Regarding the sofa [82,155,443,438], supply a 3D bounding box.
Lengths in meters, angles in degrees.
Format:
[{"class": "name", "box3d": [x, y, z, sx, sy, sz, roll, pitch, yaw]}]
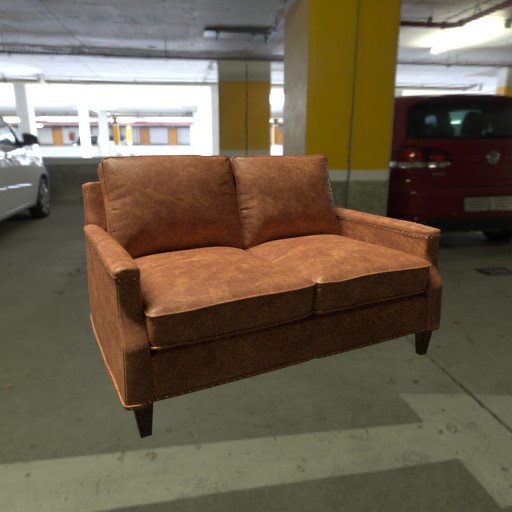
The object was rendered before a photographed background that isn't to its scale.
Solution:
[{"class": "sofa", "box3d": [0.000, 0.000, 2.275, 1.597, 1.003, 1.084, -7, 16, -26]}]
